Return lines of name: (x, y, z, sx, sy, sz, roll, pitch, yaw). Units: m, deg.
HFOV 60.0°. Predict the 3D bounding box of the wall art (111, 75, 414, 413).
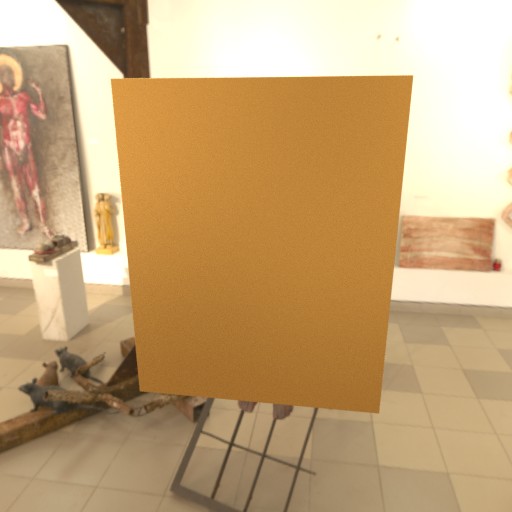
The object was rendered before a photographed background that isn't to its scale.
wall art: (0.000, 0.000, 1.018, 0.610, 0.762, 0.038, 3, 18, 8)
